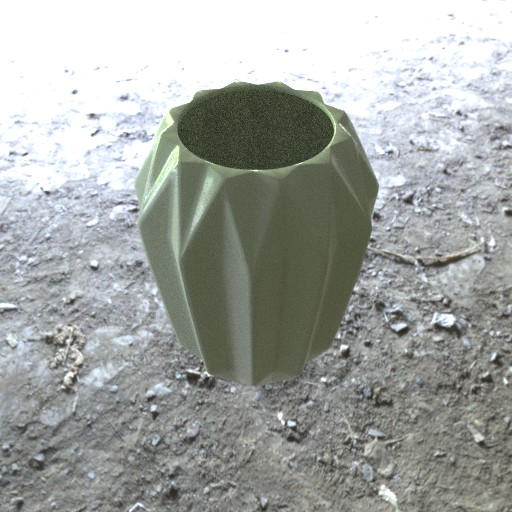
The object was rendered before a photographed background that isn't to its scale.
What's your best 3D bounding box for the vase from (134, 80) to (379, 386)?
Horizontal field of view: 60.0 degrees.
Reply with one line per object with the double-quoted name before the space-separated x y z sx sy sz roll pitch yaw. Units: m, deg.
"vase" 0.000 0.000 0.411 0.195 0.275 0.195 0 47 0
